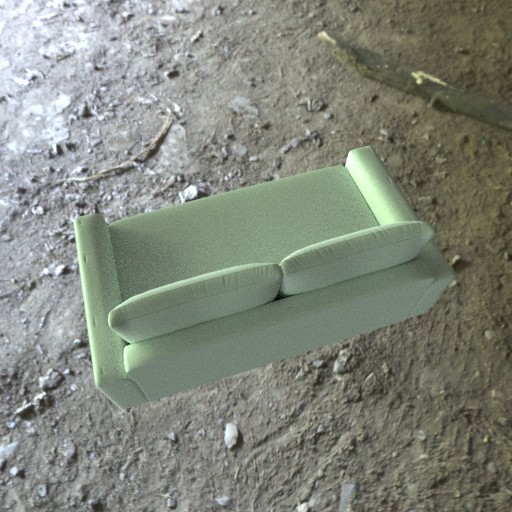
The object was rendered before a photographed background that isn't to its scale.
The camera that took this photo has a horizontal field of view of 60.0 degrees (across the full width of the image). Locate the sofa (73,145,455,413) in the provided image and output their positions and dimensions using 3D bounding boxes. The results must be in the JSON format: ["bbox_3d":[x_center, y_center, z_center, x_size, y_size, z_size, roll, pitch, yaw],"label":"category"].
[{"bbox_3d":[0.000,0.000,2.218,1.650,0.790,0.920,-16,59,-9],"label":"sofa"}]
